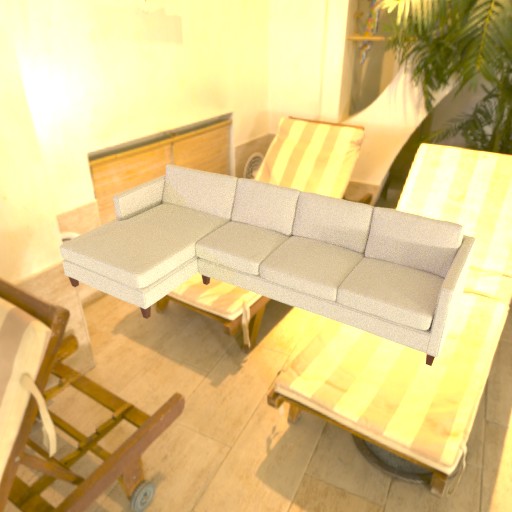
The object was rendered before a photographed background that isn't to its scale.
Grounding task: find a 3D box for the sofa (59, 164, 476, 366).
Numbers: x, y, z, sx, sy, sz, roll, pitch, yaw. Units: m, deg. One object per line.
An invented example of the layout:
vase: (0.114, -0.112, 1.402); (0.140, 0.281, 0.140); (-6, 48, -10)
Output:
sofa: (0.000, 0.000, 3.807); (3.186, 0.846, 1.625); (17, 33, 28)
